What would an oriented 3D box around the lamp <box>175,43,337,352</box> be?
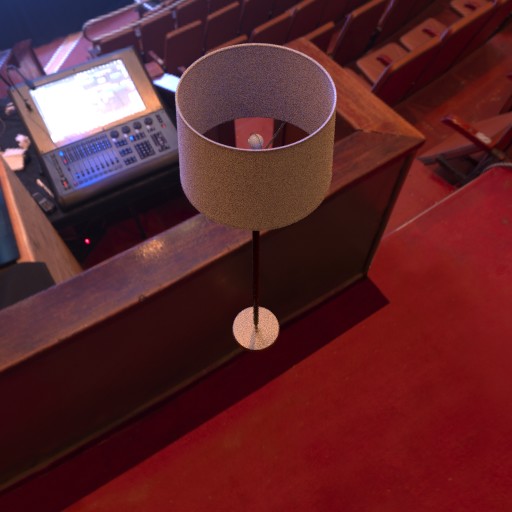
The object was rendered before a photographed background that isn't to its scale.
[{"bbox_3d":[0.000,0.000,1.634,0.420,1.447,0.420,0,59,0],"label":"lamp"}]
